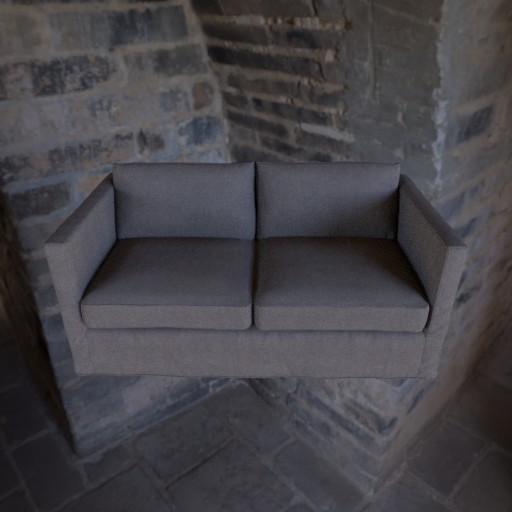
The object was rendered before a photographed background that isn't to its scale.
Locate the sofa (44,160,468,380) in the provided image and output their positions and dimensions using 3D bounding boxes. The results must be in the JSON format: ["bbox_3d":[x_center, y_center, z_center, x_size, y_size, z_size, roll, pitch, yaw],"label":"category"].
[{"bbox_3d":[0.000,0.000,2.366,1.802,0.854,0.974,0,29,1],"label":"sofa"}]
